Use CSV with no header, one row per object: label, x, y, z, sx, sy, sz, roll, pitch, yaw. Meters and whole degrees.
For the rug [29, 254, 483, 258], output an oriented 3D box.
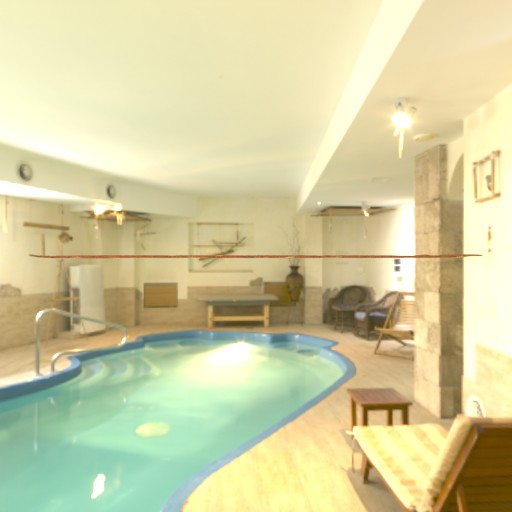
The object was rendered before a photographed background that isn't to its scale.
rug,0.000,0.000,2.767,2.444,0.030,0.799,0,-1,0
